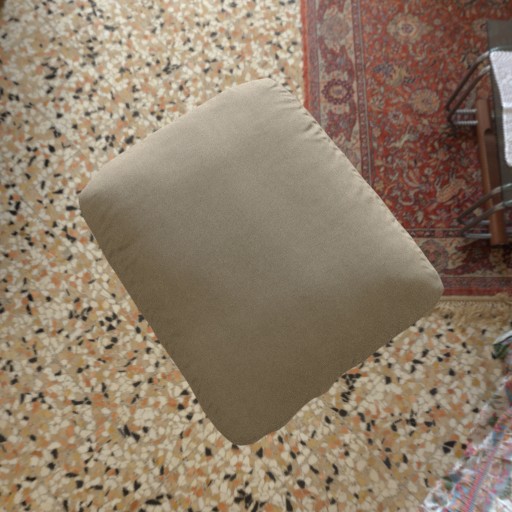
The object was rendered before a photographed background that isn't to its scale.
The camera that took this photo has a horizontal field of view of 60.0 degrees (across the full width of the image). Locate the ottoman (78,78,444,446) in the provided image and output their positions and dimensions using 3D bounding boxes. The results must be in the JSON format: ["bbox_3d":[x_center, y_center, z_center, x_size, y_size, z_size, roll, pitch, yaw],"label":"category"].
[{"bbox_3d":[0.000,0.000,1.100,0.584,0.480,0.712,-34,79,-8],"label":"ottoman"}]
